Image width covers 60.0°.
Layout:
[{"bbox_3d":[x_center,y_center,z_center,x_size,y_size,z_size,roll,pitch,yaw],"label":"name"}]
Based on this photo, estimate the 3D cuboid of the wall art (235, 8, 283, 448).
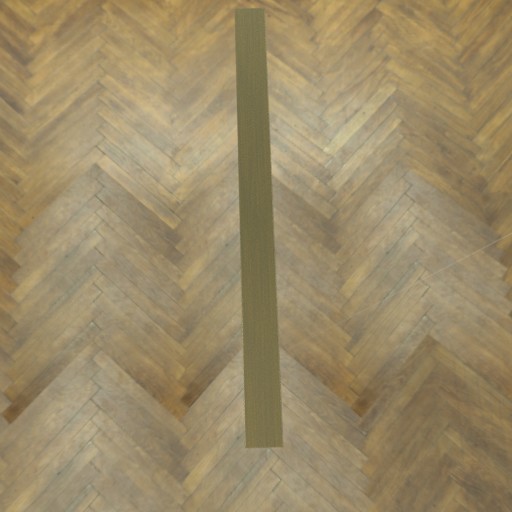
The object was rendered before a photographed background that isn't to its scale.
[{"bbox_3d":[0.000,0.000,0.731,0.037,0.505,0.505,-2,76,0],"label":"wall art"}]
